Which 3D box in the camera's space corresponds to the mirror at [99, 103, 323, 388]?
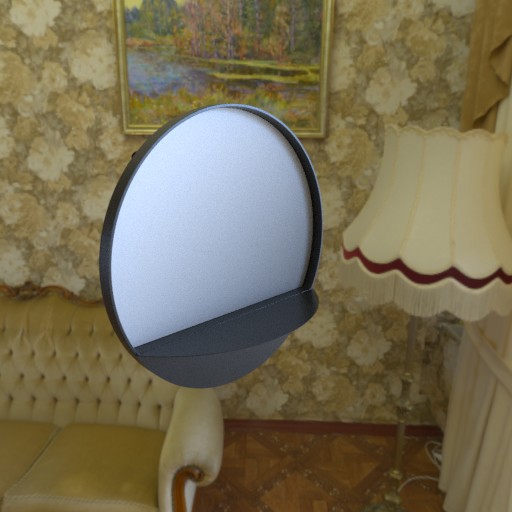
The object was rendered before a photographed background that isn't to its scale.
[{"bbox_3d":[0.000,0.000,0.696,0.133,0.457,0.457,14,20,43],"label":"mirror"}]
